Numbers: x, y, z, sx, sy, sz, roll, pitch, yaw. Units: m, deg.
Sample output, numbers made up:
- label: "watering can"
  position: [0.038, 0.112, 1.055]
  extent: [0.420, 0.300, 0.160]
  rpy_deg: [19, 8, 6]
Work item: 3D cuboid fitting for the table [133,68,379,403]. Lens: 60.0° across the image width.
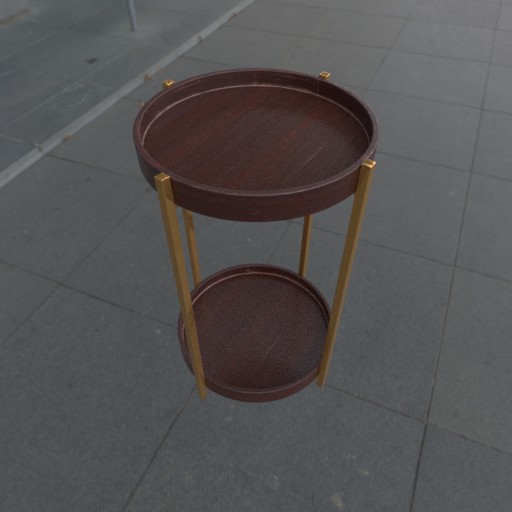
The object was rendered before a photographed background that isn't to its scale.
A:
- label: "table"
  position: [0.000, 0.000, 0.893]
  extent: [0.400, 0.610, 0.400]
  rpy_deg: [30, 53, 26]
